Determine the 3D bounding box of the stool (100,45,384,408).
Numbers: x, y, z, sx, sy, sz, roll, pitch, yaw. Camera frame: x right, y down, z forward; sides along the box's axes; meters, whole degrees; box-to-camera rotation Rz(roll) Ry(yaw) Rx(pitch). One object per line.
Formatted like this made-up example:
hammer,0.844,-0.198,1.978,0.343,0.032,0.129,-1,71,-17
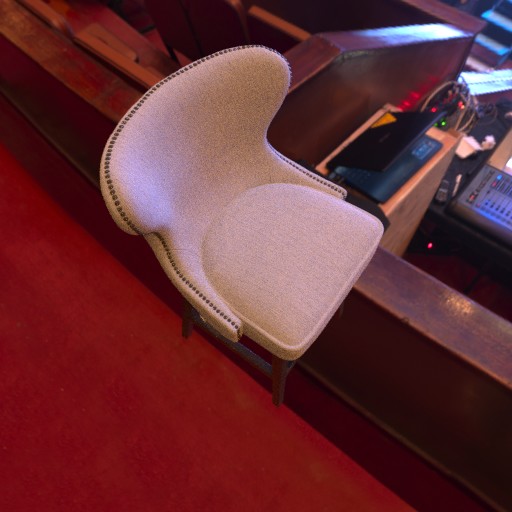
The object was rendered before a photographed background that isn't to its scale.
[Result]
stool,0.000,0.000,1.342,0.597,0.972,0.615,32,64,18
